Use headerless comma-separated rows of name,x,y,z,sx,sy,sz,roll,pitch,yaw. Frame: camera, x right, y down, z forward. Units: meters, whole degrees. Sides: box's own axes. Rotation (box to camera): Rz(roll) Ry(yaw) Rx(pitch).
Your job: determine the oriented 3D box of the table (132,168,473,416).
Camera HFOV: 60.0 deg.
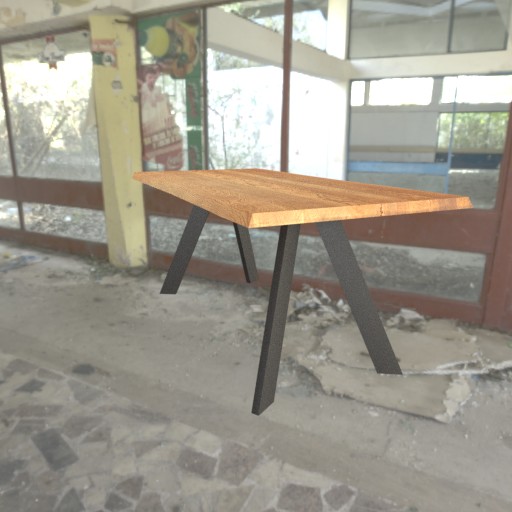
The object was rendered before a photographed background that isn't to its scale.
table,0.000,0.000,2.300,0.900,0.770,1.800,-7,16,-24
